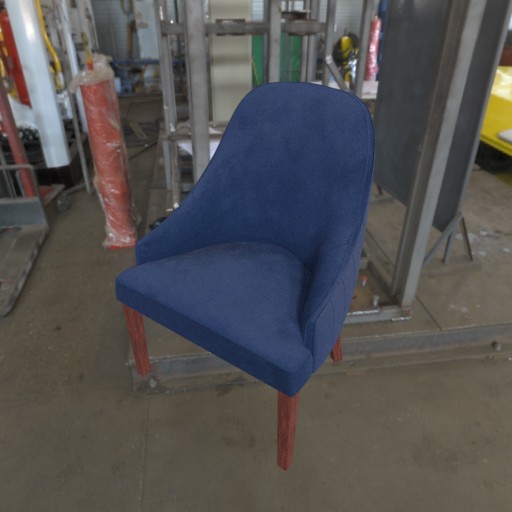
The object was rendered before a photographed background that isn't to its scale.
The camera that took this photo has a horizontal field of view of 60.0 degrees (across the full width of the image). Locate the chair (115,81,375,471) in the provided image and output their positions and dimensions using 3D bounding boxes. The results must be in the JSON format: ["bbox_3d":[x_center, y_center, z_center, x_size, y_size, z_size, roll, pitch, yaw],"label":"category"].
[{"bbox_3d":[0.000,0.000,1.307,0.643,0.889,0.575,21,38,30],"label":"chair"}]
